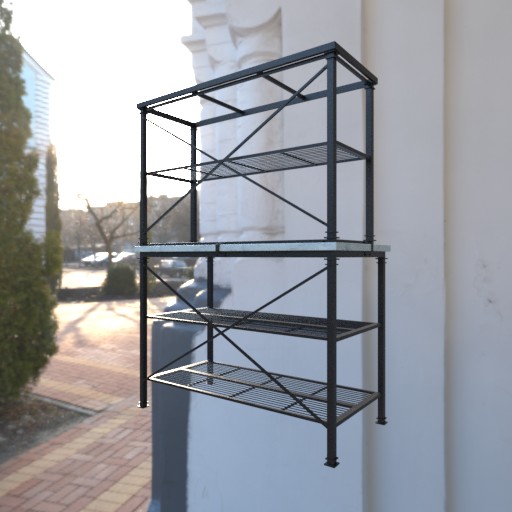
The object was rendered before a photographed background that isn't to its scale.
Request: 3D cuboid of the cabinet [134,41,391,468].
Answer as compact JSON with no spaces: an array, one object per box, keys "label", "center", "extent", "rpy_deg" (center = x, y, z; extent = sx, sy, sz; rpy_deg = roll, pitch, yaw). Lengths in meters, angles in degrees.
[{"label":"cabinet","center":[0.000,0.000,2.298],"extent":[1.210,1.659,0.610],"rpy_deg":[0,0,36]}]
